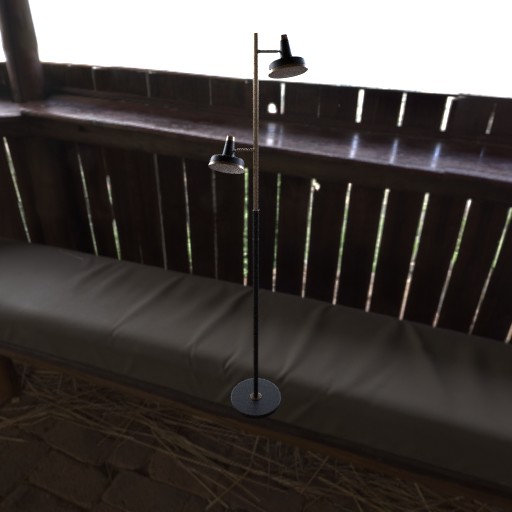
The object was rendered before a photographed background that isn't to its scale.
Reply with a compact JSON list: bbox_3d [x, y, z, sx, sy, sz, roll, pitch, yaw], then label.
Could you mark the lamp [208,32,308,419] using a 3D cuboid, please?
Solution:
[{"bbox_3d":[0.000,0.000,1.857,0.351,1.674,0.253,1,29,1],"label":"lamp"}]
